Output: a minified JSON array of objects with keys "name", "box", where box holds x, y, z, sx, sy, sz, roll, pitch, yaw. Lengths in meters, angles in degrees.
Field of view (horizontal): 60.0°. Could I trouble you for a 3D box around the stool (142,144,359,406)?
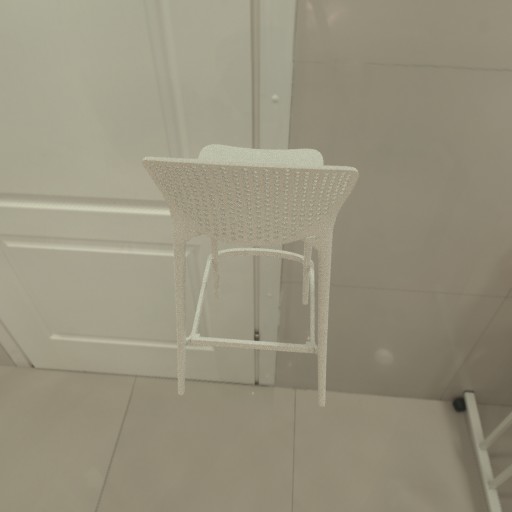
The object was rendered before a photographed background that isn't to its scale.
[{"name":"stool","box":[0.000,0.000,1.384,0.536,1.045,0.535,4,46,3]}]
